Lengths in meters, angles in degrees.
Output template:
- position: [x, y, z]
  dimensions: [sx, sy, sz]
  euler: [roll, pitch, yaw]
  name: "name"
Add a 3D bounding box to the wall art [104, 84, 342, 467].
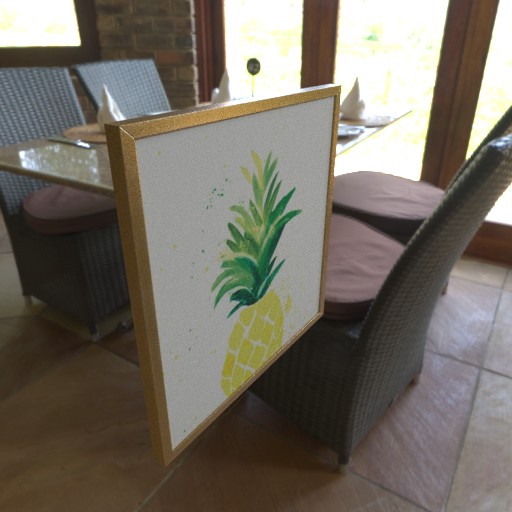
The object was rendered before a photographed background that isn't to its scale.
- position: [0.000, 0.000, 1.128]
  dimensions: [0.037, 0.760, 0.762]
  euler: [18, 32, 31]
  name: "wall art"
